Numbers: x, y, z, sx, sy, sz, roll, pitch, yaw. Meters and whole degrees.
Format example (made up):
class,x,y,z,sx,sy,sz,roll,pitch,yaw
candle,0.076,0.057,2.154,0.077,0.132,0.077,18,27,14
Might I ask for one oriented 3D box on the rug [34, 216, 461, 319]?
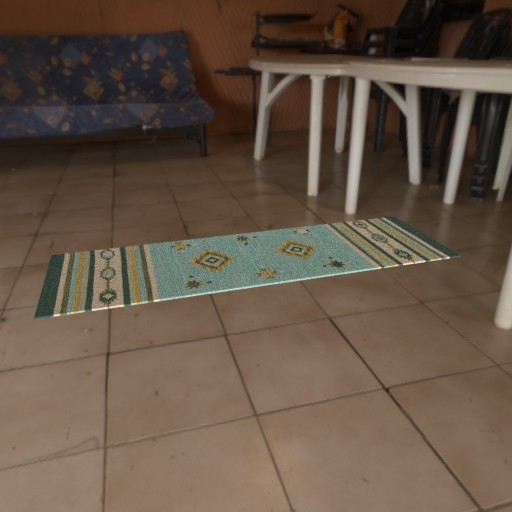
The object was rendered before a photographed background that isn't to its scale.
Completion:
class,x,y,z,sx,sy,sz,roll,pitch,yaw
rug,0.000,0.000,2.763,2.441,0.010,0.744,-7,26,-15
